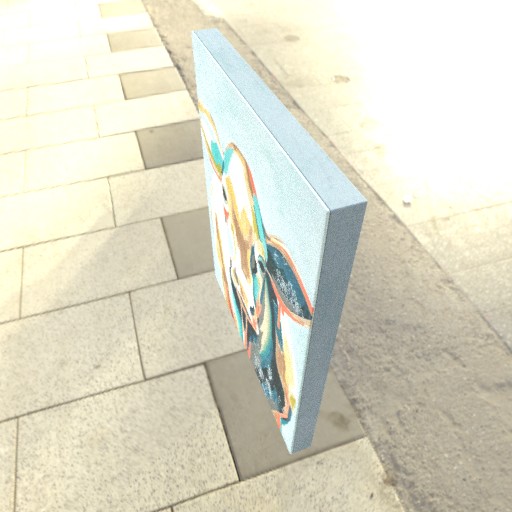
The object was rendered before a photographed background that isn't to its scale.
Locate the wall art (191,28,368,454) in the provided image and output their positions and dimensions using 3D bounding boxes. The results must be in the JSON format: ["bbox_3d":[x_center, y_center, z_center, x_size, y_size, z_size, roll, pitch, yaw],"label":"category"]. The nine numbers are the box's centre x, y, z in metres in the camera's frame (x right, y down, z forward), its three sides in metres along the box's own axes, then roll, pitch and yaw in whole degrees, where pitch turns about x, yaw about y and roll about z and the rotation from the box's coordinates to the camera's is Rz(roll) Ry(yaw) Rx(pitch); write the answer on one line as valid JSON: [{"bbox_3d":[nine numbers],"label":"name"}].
[{"bbox_3d":[0.000,0.000,0.665,0.037,0.509,0.409,-15,48,-14],"label":"wall art"}]
